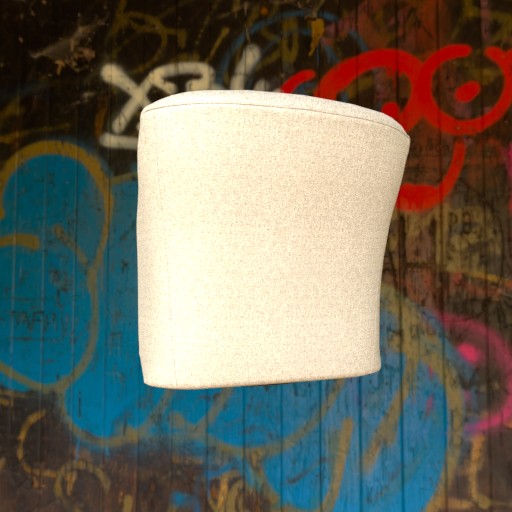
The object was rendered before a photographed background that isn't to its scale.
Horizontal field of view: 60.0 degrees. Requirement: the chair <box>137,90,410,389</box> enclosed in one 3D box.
[{"bbox_3d":[0.000,0.000,1.611,0.864,0.856,0.923,1,-3,-18],"label":"chair"}]
